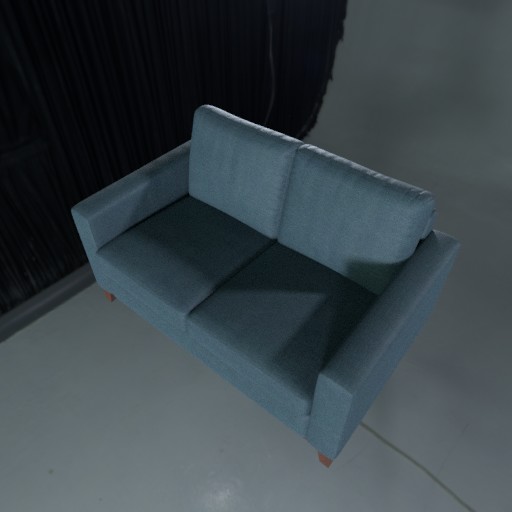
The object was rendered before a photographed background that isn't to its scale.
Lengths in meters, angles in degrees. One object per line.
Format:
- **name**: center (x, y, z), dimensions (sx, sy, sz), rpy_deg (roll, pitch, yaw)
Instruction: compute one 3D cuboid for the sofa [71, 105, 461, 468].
- **sofa**: center (0.000, 0.000, 2.066), dimensions (1.489, 0.903, 0.955), rpy_deg (29, 52, 27)
